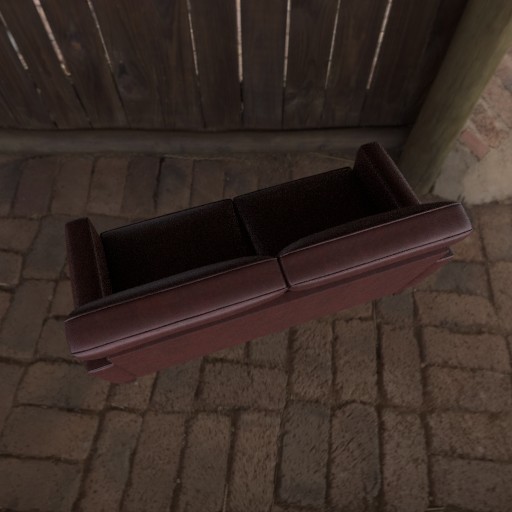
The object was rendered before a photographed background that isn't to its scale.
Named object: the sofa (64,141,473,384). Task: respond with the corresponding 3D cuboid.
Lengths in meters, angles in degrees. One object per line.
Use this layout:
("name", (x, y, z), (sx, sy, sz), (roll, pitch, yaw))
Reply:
("sofa", (0.000, 0.000, 2.392), (1.876, 0.928, 0.912), (-16, 60, -10))
